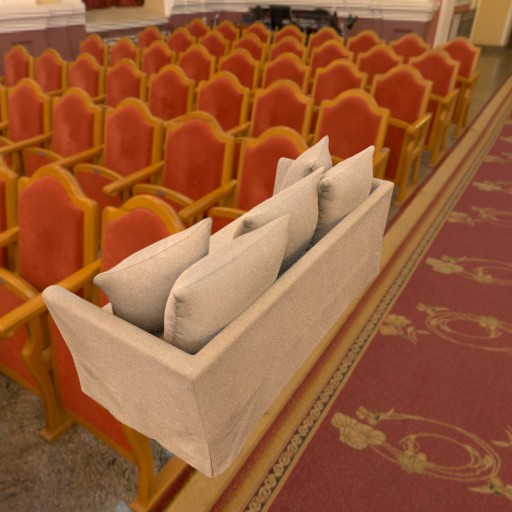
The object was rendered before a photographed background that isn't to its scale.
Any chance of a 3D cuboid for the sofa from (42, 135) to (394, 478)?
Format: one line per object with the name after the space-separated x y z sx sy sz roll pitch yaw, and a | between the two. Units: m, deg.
0.000 0.000 2.829 1.031 1.034 2.290 20 37 28 | sofa
